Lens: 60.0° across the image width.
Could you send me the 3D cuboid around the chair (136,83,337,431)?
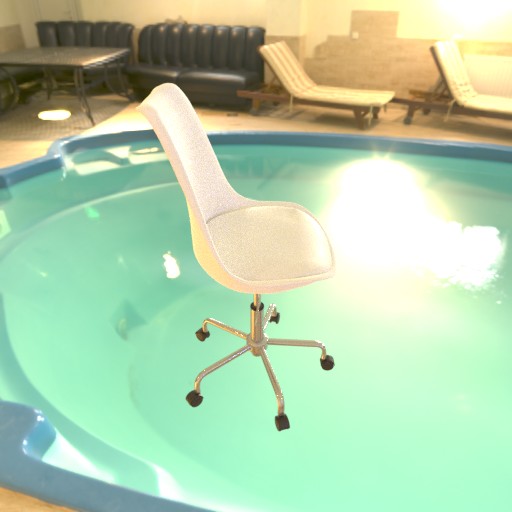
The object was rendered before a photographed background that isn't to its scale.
[{"bbox_3d":[0.000,0.000,1.323,0.550,0.930,0.550,0,32,0],"label":"chair"}]
